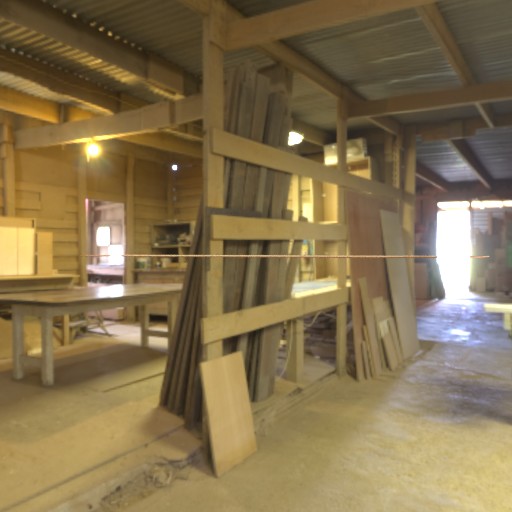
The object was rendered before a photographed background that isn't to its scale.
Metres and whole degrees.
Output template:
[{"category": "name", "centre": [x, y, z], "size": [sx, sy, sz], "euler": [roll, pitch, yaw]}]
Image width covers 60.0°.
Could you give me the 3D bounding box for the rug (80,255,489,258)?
[{"category": "rug", "centre": [0.000, 0.000, 2.703], "size": [2.444, 0.010, 0.799], "euler": [0, 0, 35]}]
